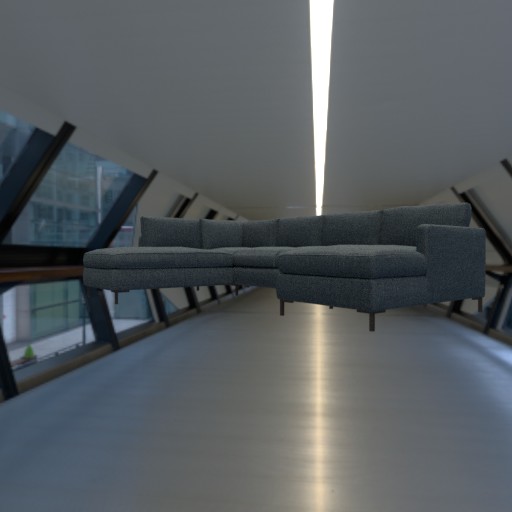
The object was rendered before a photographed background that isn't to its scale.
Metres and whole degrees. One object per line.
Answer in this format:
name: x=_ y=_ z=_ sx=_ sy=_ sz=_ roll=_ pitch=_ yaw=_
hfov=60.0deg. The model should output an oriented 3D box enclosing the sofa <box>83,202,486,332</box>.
sofa: x=0.000 y=0.000 z=3.484 sx=1.879 sy=0.753 sz=2.737 roll=0 pitch=1 yaw=-38
